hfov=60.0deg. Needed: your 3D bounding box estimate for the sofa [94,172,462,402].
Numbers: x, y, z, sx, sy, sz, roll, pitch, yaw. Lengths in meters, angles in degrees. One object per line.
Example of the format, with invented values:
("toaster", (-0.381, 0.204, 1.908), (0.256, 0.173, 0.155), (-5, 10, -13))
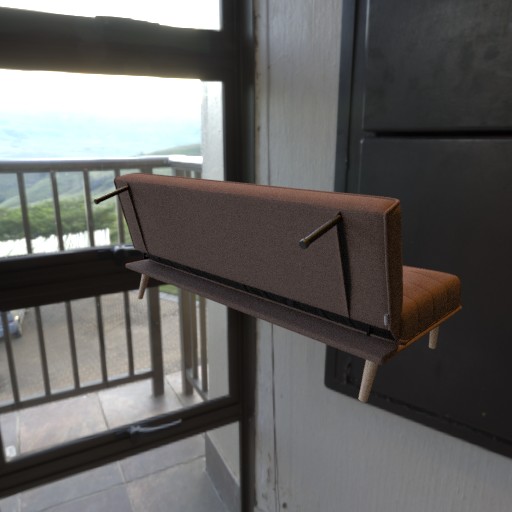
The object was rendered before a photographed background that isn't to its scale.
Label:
("sofa", (0.000, 0.000, 2.367), (1.820, 0.810, 1.038), (14, 20, 43))
